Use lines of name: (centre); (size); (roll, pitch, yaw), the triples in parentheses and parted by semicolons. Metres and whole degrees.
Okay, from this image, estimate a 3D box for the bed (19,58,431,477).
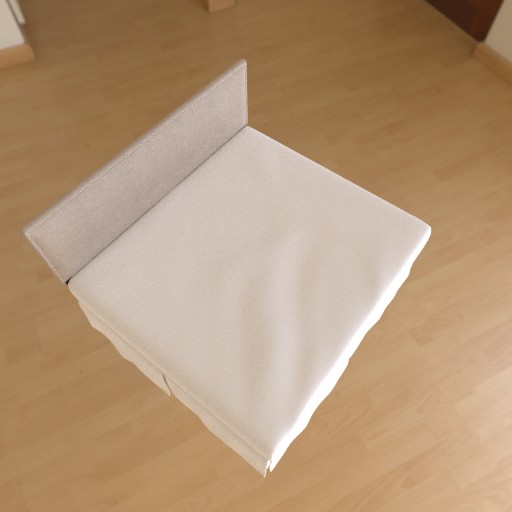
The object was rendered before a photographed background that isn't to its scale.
bed: (0.000, 0.000, 3.281); (1.914, 1.346, 2.170); (34, 64, 19)
